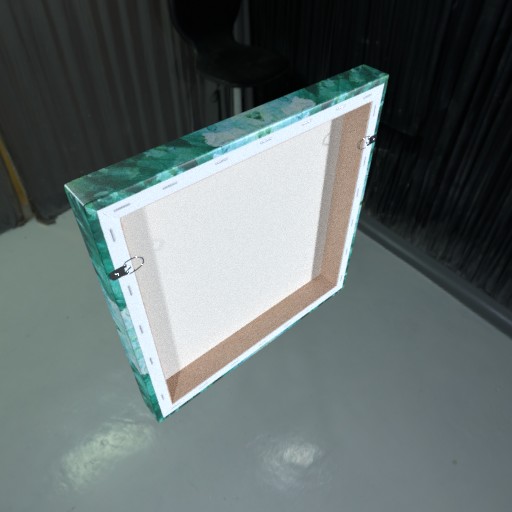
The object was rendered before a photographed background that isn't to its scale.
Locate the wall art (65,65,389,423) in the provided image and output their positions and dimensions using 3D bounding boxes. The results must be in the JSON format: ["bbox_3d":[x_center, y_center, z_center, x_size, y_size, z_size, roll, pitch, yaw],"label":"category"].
[{"bbox_3d":[0.000,0.000,0.471,0.313,0.313,0.033,-31,53,-27],"label":"wall art"}]
